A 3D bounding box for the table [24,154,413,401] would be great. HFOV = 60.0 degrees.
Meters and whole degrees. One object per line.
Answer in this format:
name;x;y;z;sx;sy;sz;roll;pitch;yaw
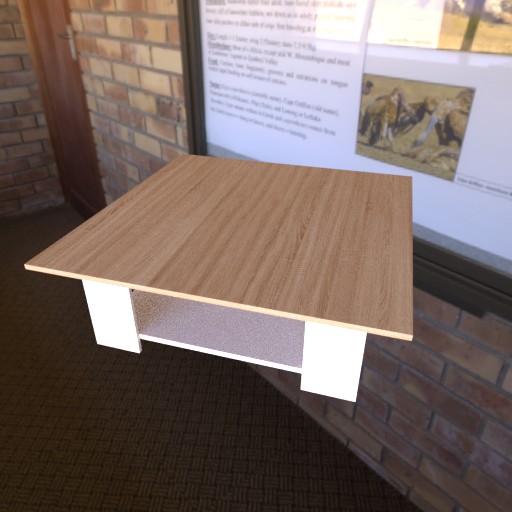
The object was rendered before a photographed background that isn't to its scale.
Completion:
table;0.000;0.000;1.393;0.890;0.305;0.890;9;32;14
